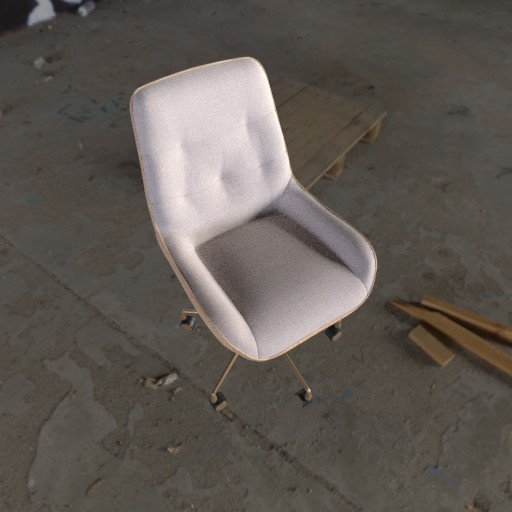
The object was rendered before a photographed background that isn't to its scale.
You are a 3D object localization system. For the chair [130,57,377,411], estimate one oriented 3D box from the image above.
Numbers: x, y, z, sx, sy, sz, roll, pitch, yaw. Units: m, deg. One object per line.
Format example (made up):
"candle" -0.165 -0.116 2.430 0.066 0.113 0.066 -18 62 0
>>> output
"chair" 0.000 0.000 1.375 0.564 0.952 0.668 -26 53 -21
